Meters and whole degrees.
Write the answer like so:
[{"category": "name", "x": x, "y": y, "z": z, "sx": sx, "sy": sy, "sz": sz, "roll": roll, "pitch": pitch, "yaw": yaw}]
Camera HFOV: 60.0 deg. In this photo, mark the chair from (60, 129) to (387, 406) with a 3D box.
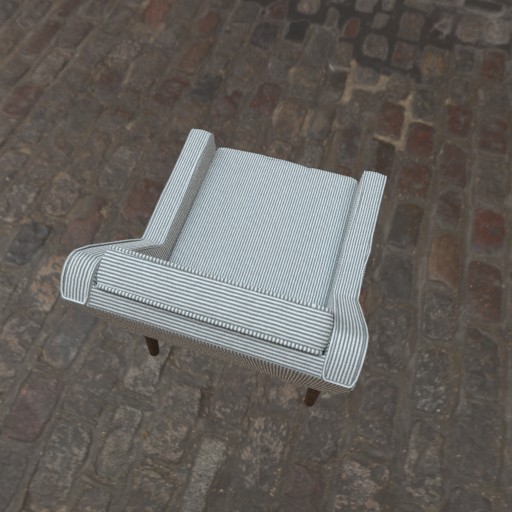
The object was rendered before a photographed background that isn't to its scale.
[{"category": "chair", "x": 0.000, "y": 0.000, "z": 1.343, "sx": 0.663, "sy": 0.792, "sz": 0.743, "roll": 16, "pitch": 65, "yaw": 8}]
